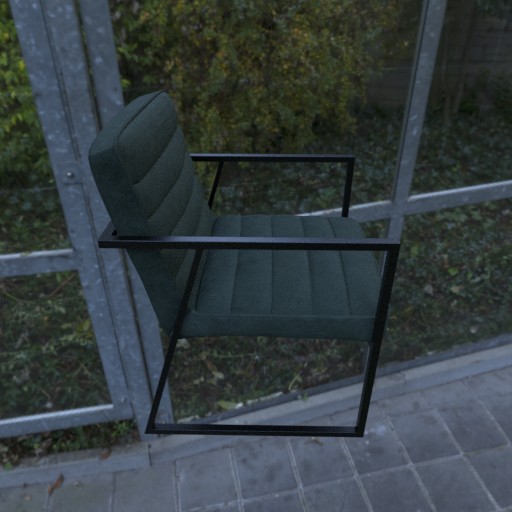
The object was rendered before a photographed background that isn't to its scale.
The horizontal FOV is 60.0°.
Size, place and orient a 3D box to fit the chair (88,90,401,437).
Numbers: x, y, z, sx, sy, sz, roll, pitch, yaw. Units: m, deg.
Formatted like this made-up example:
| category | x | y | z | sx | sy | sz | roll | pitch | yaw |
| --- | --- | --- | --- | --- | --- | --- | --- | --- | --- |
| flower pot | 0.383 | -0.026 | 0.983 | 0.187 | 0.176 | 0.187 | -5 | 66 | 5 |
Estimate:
| category | x | y | z | sx | sy | sz | roll | pitch | yaw |
| --- | --- | --- | --- | --- | --- | --- | --- | --- | --- |
| chair | 0.000 | 0.000 | 1.268 | 0.677 | 0.833 | 0.571 | 1 | 31 | 1 |
